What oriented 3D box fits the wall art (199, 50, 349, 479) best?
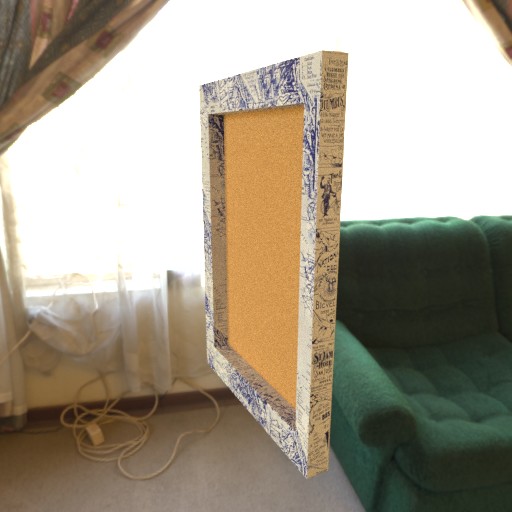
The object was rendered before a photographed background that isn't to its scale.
[{"bbox_3d":[0.000,0.000,0.778,0.040,0.601,0.408,-8,17,-27],"label":"wall art"}]
